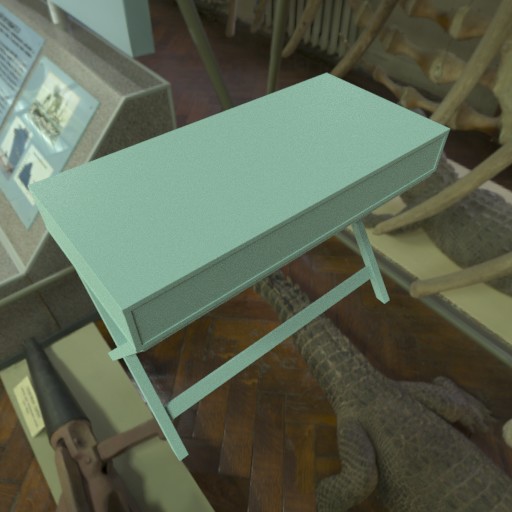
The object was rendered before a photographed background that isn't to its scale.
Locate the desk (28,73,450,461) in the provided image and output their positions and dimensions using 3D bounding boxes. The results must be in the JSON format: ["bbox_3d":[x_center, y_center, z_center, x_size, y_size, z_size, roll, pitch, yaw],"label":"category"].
[{"bbox_3d":[0.000,0.000,1.477,1.059,0.780,0.509,-30,52,-26],"label":"desk"}]
